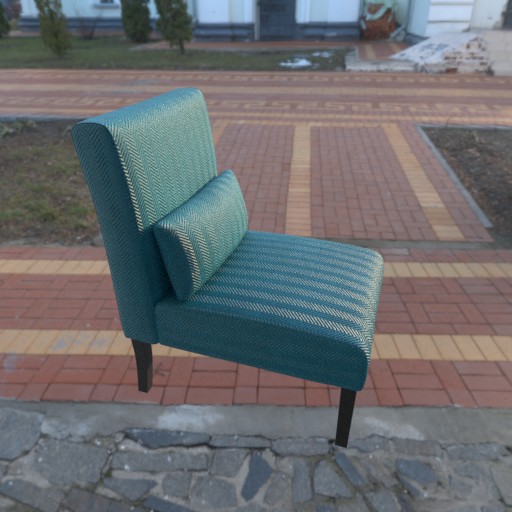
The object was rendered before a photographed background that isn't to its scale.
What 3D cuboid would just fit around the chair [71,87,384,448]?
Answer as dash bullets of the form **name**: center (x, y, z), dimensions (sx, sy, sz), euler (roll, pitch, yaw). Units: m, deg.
- **chair**: center (0.000, 0.000, 1.442), dimensions (0.808, 0.927, 0.579), euler (9, 31, 16)
